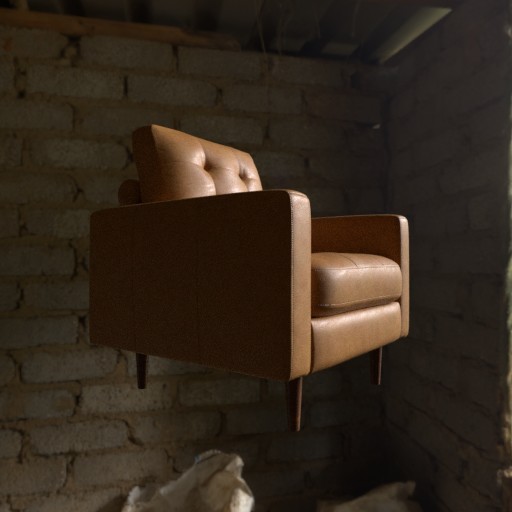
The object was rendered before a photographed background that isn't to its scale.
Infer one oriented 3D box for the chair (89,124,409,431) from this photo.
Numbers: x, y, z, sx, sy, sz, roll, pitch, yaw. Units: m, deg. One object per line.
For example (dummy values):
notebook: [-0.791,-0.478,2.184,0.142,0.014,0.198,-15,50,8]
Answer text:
chair: [0.000,0.000,1.546,0.868,0.896,0.831,-1,-1,37]
